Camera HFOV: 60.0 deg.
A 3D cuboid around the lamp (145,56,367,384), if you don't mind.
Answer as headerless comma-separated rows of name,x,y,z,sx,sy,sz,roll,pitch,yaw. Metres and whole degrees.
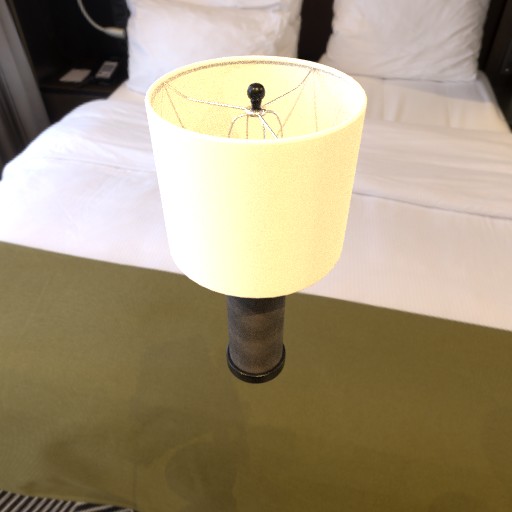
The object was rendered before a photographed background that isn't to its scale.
lamp,0.000,0.000,0.820,0.305,0.634,0.305,-13,43,-14
